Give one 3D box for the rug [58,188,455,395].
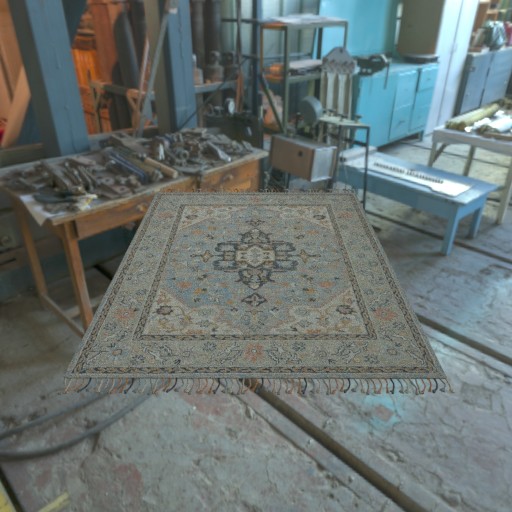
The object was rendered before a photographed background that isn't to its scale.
[{"bbox_3d":[0.000,0.000,4.004,2.379,0.011,3.221,0,31,0],"label":"rug"}]
